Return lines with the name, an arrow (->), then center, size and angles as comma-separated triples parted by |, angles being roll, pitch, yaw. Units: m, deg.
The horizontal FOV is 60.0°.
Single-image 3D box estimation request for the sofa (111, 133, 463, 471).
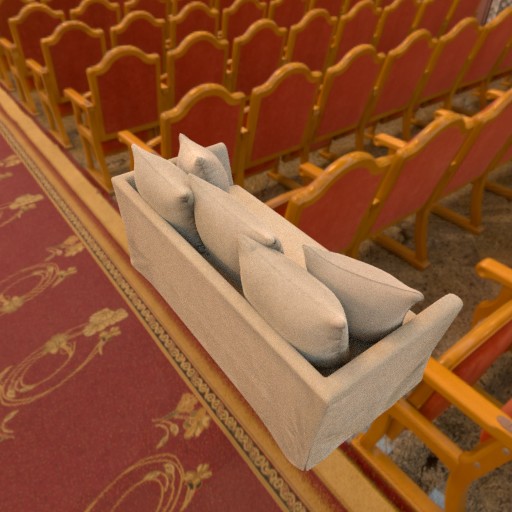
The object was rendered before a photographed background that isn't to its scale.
sofa -> 0.000, 0.000, 2.893 | 1.031, 1.034, 2.290 | -25, 46, -27
